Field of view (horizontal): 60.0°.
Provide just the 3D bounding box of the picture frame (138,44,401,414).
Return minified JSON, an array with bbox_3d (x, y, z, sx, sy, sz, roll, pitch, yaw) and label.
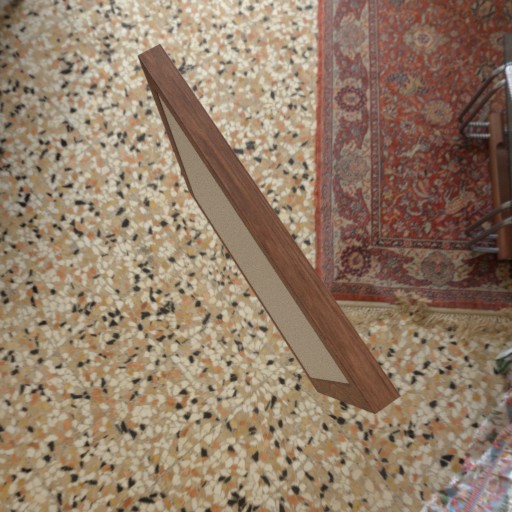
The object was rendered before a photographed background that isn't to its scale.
[{"bbox_3d":[0.000,0.000,0.542,0.025,0.330,0.381,-32,78,-8],"label":"picture frame"}]
